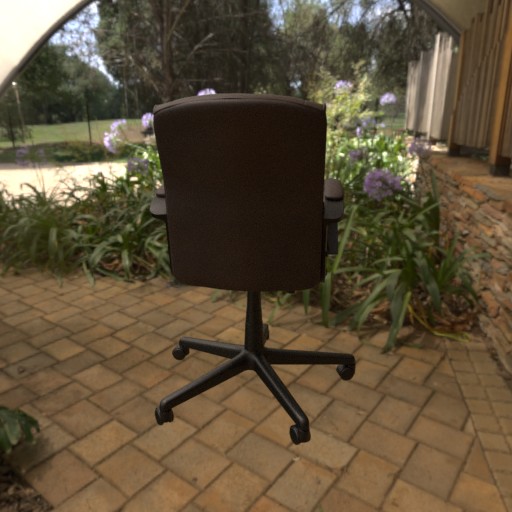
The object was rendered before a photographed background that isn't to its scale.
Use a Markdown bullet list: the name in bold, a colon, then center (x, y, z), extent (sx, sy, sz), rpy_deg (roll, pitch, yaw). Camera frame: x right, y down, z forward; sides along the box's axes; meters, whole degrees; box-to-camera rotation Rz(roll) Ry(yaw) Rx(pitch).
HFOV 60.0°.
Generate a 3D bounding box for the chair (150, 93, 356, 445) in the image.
- **chair**: center (0.000, 0.000, 1.518), extent (0.739, 1.004, 0.717), rpy_deg (2, 16, 8)
